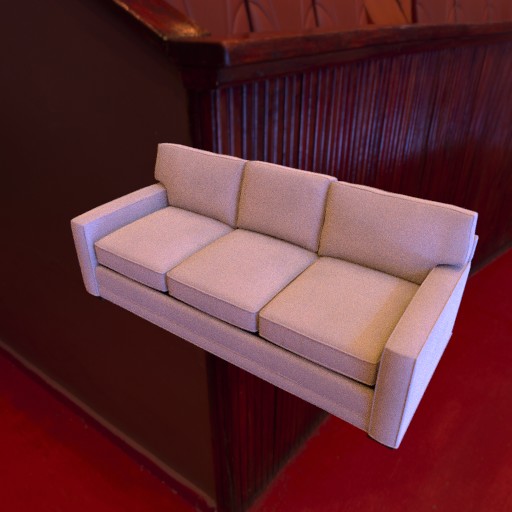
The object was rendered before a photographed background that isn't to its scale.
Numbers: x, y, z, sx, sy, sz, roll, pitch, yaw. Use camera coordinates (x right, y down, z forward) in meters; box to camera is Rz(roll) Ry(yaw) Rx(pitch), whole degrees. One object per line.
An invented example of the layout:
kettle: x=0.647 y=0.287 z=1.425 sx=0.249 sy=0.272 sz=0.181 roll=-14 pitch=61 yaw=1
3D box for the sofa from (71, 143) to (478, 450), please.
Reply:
sofa: x=0.000 y=0.000 z=2.524 sx=2.088 sy=0.862 sz=0.935 roll=19 pitch=35 yaw=29
